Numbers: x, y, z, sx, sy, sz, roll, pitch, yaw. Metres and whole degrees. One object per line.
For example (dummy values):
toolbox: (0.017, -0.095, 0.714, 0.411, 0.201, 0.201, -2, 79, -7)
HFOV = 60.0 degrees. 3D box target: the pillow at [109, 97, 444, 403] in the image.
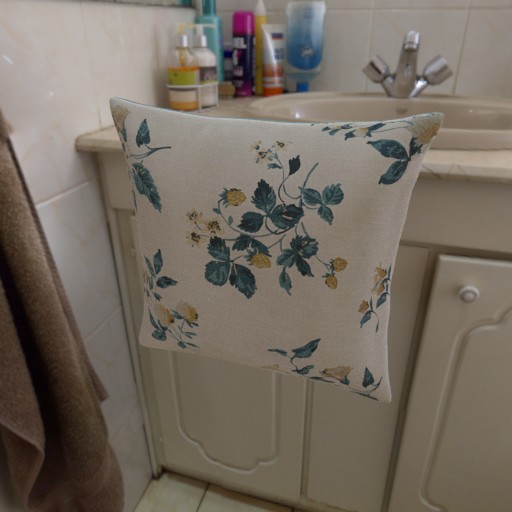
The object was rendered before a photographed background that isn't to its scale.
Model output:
pillow: (0.000, 0.000, 0.774, 0.526, 0.507, 0.166, 9, 28, 17)
